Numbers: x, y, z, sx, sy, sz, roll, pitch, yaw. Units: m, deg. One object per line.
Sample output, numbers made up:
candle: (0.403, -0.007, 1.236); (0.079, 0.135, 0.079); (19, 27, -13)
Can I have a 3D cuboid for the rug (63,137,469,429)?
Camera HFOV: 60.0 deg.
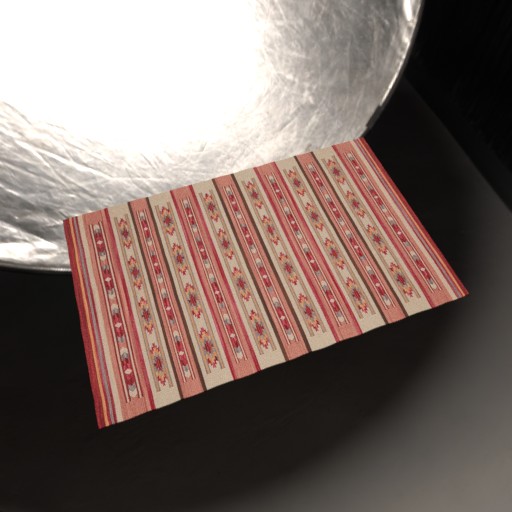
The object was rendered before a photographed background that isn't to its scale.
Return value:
rug: (0.000, 0.000, 3.063); (2.431, 0.010, 1.535); (-17, 61, -10)
